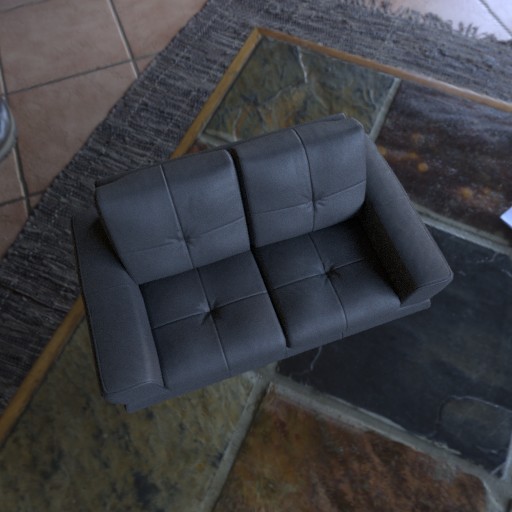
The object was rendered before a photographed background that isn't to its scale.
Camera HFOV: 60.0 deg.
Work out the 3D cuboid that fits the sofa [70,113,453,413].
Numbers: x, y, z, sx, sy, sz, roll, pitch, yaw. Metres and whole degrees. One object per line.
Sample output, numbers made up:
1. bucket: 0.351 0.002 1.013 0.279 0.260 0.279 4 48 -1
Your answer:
1. sofa: 0.000 0.000 2.350 1.806 0.907 1.018 -17 65 -8
